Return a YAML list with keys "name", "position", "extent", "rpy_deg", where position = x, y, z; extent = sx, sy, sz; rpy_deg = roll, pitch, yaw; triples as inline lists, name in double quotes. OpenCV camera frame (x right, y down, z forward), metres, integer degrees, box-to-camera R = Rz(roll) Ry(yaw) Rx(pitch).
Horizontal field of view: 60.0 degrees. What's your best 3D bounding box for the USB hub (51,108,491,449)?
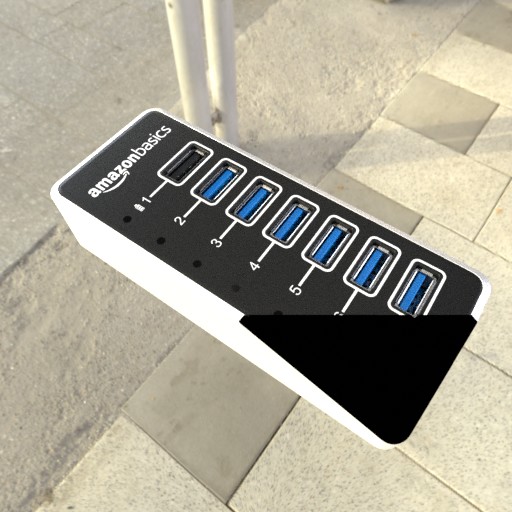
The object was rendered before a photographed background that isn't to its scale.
- name: "USB hub"
  position: [0.000, 0.000, 0.122]
  extent: [0.110, 0.023, 0.044]
  rpy_deg: [31, 63, 18]
